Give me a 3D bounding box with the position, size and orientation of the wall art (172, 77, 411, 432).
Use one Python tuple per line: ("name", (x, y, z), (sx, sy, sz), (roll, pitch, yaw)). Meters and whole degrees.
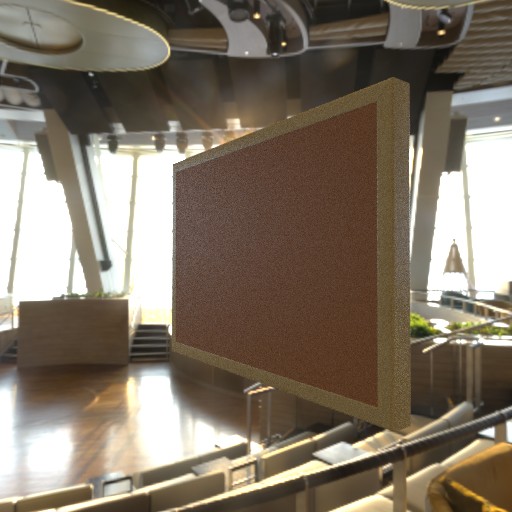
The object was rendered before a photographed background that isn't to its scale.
("wall art", (0.000, 0.000, 0.697), (0.032, 0.381, 0.533), (0, -1, -37))
